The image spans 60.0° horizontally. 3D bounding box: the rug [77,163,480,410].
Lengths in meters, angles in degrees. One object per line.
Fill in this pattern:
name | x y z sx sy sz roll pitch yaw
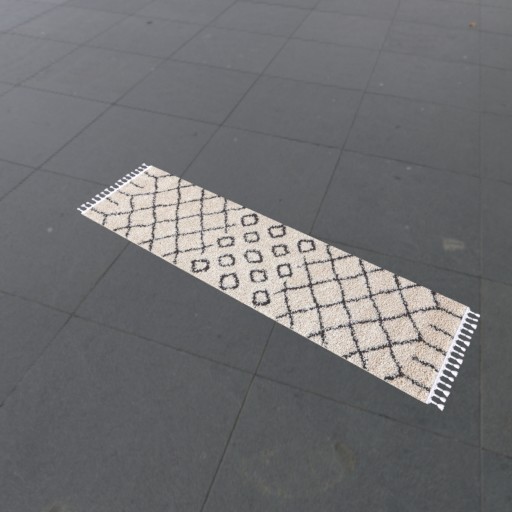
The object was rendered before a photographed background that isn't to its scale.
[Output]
rug | 0.000 0.000 2.647 2.464 0.005 0.660 26 52 23
